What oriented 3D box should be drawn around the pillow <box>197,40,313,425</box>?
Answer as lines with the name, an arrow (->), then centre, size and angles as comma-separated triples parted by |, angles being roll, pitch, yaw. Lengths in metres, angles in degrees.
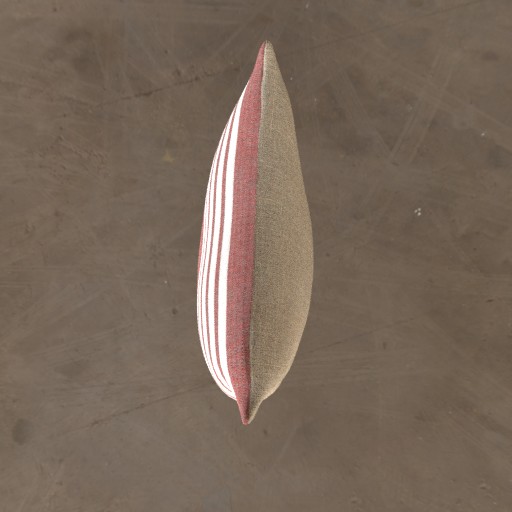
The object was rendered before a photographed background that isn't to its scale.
pillow -> 0.000, 0.000, 0.673 | 0.182, 0.427, 0.439 | 3, 76, 1
